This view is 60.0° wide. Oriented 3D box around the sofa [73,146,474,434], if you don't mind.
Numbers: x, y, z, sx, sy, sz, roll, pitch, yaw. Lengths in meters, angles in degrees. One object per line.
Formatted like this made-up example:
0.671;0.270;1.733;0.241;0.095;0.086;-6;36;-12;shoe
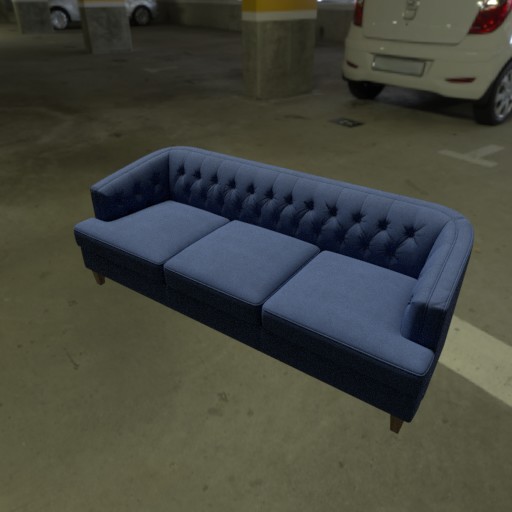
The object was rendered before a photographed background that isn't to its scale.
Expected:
0.000;0.000;2.618;2.235;0.787;0.914;20;36;29;sofa
